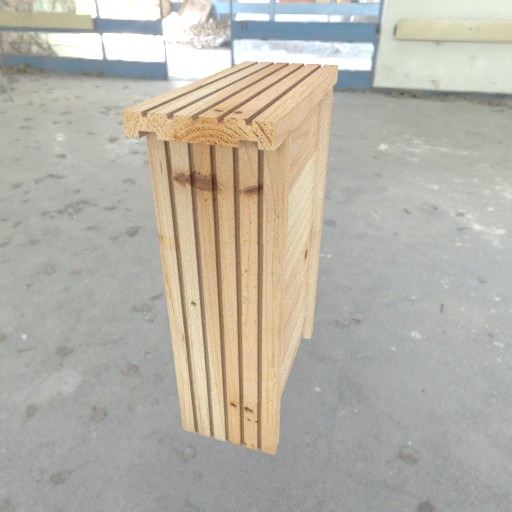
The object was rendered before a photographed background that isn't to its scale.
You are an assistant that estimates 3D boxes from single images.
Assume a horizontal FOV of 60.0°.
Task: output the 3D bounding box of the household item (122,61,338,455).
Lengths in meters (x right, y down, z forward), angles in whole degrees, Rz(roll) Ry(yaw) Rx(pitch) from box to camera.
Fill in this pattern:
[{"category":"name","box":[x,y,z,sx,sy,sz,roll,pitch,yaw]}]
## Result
[{"category":"household item","box":[0.000,0.000,0.550,0.123,0.407,0.301,9,32,15]}]
